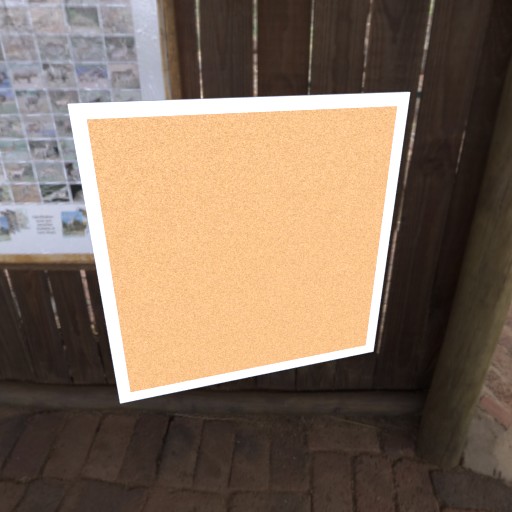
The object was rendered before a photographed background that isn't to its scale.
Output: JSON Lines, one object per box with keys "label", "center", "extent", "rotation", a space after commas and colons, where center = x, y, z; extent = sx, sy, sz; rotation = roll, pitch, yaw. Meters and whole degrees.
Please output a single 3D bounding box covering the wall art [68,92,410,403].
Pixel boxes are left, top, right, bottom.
{"label": "wall art", "center": [0.000, 0.000, 0.823], "extent": [0.558, 0.559, 0.009], "rotation": [-8, 27, -15]}
